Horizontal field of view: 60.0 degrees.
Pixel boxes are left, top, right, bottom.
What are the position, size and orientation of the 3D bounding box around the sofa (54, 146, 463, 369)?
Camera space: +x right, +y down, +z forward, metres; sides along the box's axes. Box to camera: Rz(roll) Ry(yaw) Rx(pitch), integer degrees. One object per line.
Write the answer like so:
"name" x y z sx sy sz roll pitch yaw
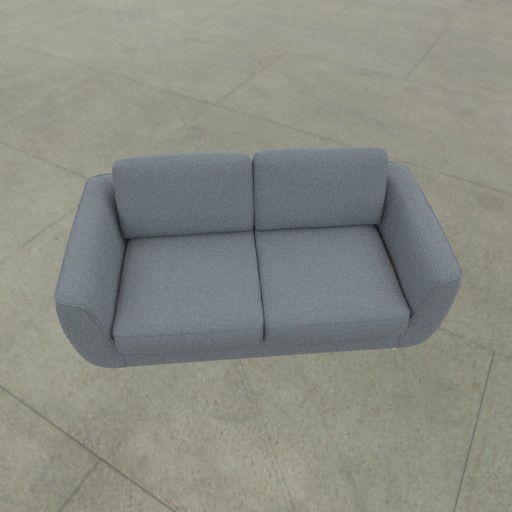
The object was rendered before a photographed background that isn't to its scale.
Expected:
"sofa" 0.000 0.000 2.188 1.700 0.850 0.920 -3 46 -3
